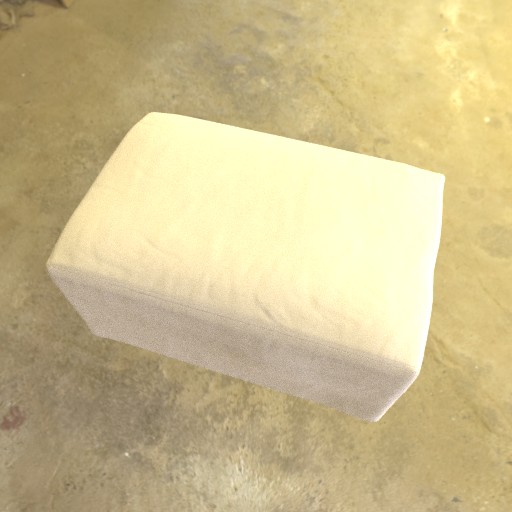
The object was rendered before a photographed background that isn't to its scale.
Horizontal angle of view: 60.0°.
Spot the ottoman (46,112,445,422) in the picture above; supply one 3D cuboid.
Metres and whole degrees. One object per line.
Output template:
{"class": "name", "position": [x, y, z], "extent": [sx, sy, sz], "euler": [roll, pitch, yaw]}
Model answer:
{"class": "ottoman", "position": [0.000, 0.000, 1.207], "extent": [0.872, 0.444, 0.590], "euler": [15, 59, 9]}
